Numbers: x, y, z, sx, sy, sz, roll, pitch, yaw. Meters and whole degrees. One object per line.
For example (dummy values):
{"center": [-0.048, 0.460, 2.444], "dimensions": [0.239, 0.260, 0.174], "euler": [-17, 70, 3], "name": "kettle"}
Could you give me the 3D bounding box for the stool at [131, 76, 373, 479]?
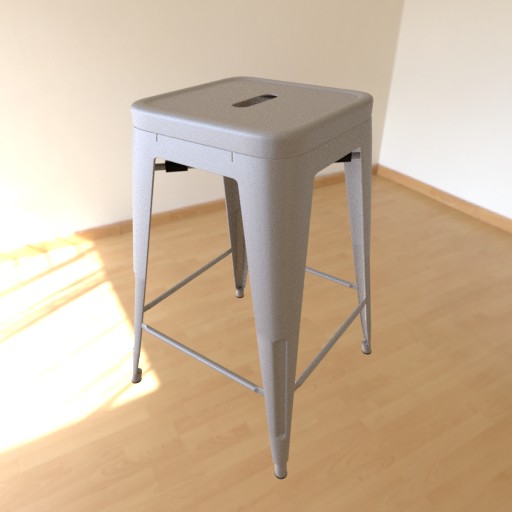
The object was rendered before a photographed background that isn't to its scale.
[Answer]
{"center": [0.000, 0.000, 0.882], "dimensions": [0.410, 0.608, 0.410], "euler": [21, 37, 29], "name": "stool"}
